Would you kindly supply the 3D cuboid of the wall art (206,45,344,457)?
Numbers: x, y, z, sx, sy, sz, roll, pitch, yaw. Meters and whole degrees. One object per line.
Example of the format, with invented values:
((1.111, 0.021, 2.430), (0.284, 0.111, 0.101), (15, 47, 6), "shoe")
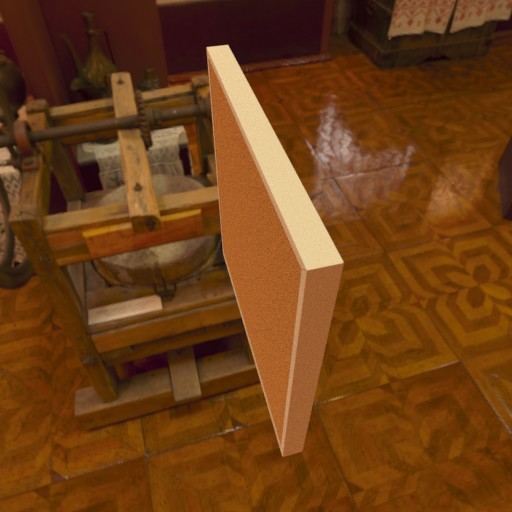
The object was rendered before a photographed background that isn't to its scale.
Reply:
((0.000, 0.000, 0.765), (0.037, 0.508, 0.508), (-11, 49, -10), "wall art")
